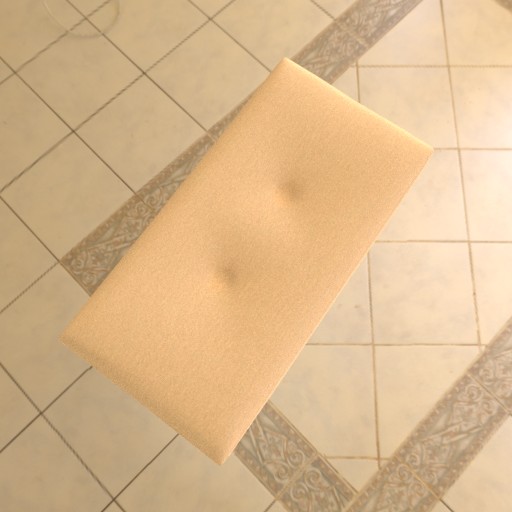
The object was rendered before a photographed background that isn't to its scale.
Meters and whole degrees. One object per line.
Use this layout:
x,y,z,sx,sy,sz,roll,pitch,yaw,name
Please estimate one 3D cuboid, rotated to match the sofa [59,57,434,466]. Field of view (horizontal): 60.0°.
0.000,0.000,1.223,0.480,0.470,0.930,35,79,8,sofa
